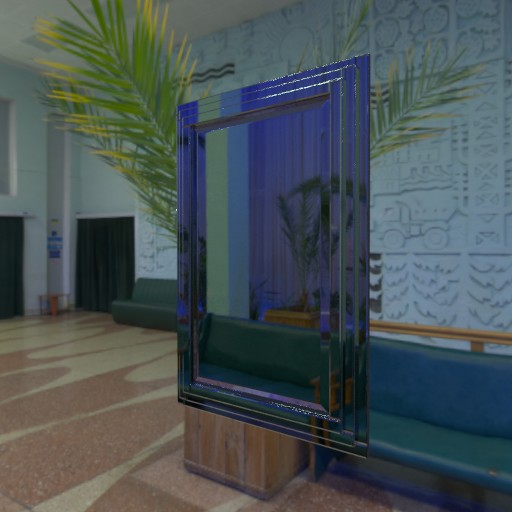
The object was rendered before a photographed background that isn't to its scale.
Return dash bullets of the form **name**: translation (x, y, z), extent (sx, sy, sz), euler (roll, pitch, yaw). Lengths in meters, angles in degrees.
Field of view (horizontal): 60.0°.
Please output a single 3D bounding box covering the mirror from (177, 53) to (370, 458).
- **mirror**: translation (0.000, 0.000, 1.172), extent (0.613, 0.914, 0.039), euler (1, 1, 36)
